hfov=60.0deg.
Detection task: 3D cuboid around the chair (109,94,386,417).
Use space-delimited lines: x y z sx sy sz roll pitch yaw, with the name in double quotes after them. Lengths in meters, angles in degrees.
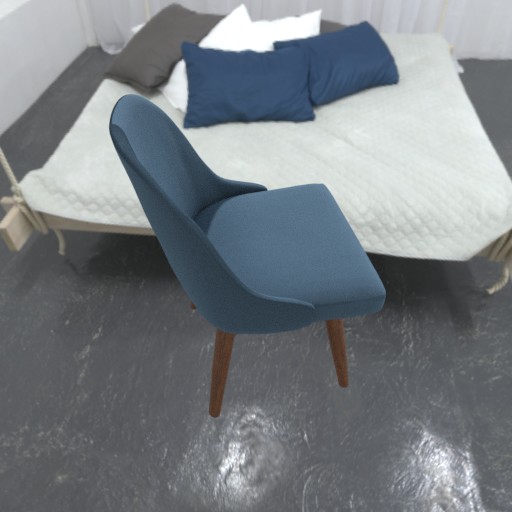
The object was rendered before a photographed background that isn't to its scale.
0.000 0.000 1.225 0.589 0.882 0.503 -10 47 -9 "chair"
